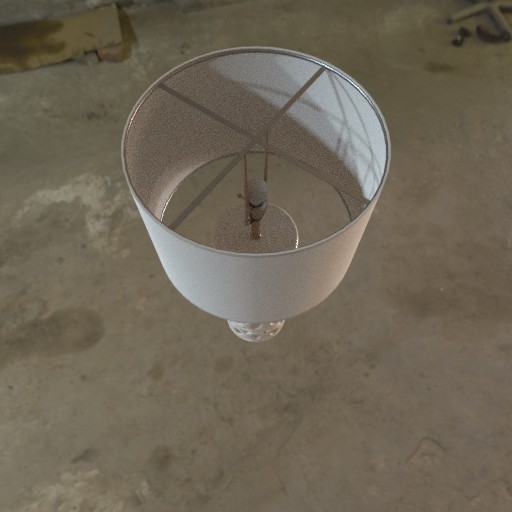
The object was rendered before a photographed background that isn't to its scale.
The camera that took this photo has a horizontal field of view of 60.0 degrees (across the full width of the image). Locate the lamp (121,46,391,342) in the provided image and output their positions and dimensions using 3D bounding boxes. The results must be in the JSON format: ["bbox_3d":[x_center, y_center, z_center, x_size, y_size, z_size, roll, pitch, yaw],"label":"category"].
[{"bbox_3d":[0.000,0.000,0.821,0.324,0.636,0.325,33,68,16],"label":"lamp"}]
